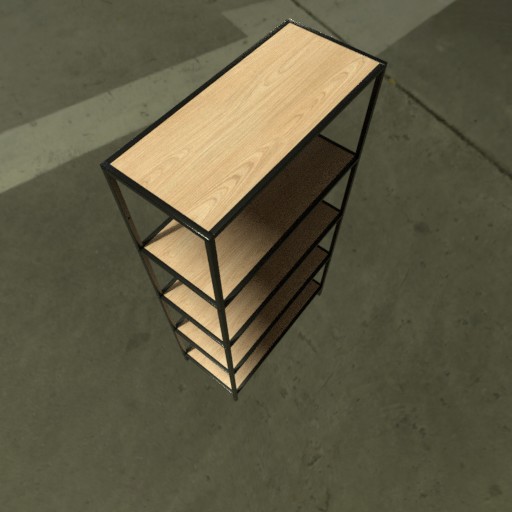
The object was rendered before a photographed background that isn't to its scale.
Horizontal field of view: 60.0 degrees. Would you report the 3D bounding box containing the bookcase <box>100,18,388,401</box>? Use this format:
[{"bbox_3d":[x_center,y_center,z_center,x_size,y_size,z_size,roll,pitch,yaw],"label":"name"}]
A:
[{"bbox_3d":[0.000,0.000,1.805,0.350,1.500,0.770,34,65,19],"label":"bookcase"}]
